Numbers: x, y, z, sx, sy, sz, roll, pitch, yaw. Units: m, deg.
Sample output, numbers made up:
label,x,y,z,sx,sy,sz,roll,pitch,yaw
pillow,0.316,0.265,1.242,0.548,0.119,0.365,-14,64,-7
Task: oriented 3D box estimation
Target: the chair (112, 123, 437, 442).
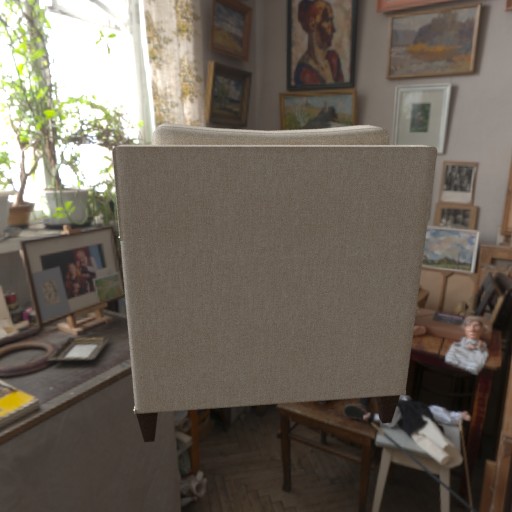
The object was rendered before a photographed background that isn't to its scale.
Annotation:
label,x,y,z,sx,sy,sz,roll,pitch,yaw
chair,0.000,0.000,1.705,0.838,0.940,1.041,-2,14,-7
